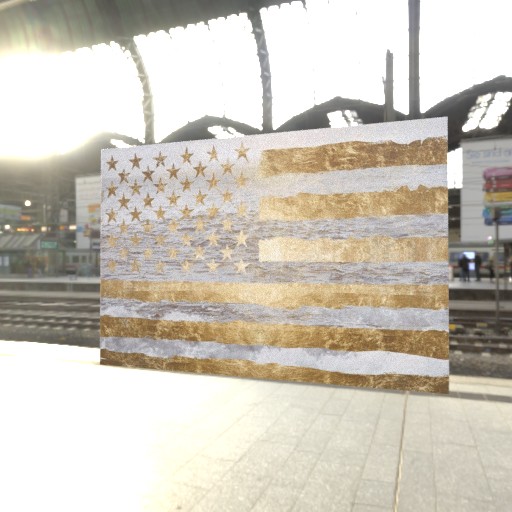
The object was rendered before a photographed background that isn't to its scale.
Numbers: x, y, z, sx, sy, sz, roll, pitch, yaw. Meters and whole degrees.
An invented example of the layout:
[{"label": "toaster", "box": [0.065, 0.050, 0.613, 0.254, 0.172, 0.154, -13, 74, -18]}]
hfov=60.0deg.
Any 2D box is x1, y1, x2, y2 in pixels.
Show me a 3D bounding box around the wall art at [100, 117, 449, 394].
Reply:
[{"label": "wall art", "box": [0.000, 0.000, 0.762, 0.606, 0.407, 0.041, 0, -1, 18]}]
